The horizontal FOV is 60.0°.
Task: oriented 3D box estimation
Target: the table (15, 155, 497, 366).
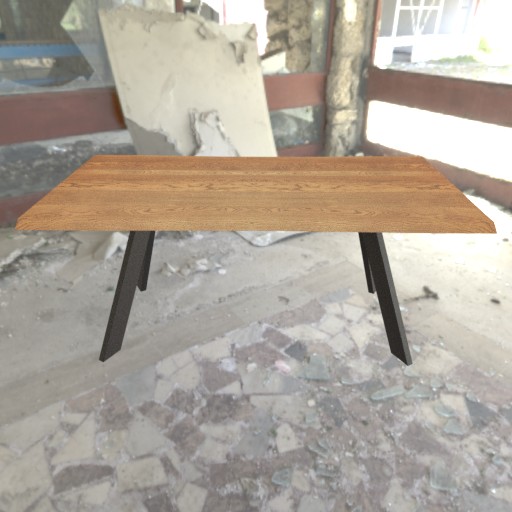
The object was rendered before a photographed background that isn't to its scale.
[{"bbox_3d":[0.000,0.000,2.210,1.800,0.770,0.900,0,29,1],"label":"table"}]
